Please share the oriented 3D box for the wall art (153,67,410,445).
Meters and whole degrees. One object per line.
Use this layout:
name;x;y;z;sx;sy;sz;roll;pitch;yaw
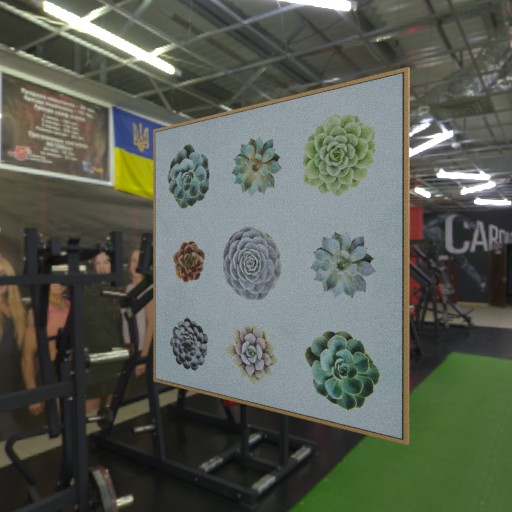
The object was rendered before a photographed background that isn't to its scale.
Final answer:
wall art;0.000;0.000;1.412;0.962;0.959;0.013;0;0;36
